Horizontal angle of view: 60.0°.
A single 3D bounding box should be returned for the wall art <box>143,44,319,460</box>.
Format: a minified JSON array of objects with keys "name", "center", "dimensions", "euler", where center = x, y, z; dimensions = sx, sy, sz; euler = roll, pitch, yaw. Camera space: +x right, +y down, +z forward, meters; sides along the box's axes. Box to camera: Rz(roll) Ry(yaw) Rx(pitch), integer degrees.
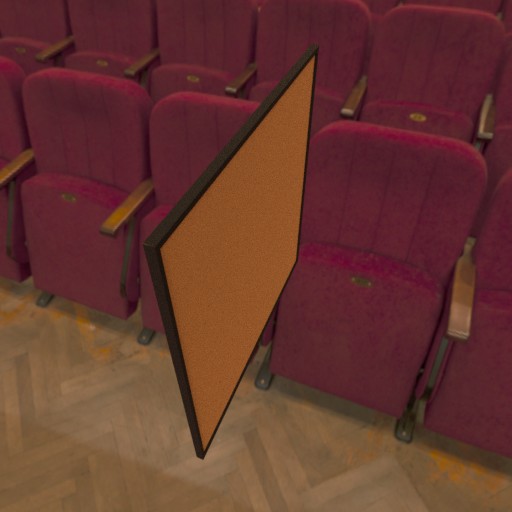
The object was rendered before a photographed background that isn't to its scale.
[{"name":"wall art","center":[0.000,0.000,0.667],"dimensions":[0.013,0.457,0.458],"euler":[16,48,15]}]
